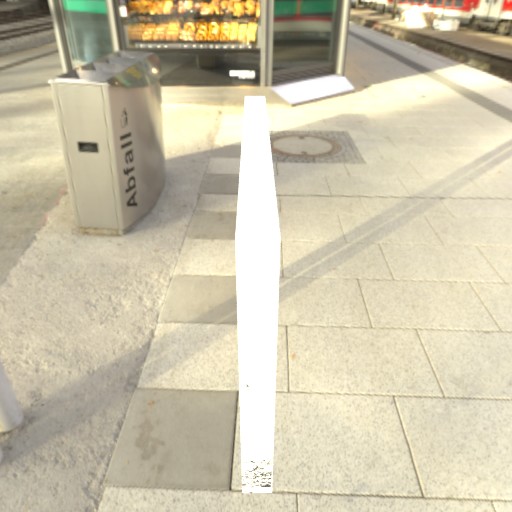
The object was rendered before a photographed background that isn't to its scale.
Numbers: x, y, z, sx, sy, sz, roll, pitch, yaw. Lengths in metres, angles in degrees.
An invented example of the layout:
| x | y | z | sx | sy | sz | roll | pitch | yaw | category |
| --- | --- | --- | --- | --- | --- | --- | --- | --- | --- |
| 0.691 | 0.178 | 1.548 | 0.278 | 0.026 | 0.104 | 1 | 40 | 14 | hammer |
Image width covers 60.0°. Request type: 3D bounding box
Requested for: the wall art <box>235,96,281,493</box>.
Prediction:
| x | y | z | sx | sy | sz | roll | pitch | yaw | category |
| --- | --- | --- | --- | --- | --- | --- | --- | --- | --- |
| 0.000 | 0.000 | 0.778 | 0.042 | 0.414 | 0.608 | 0 | 31 | 0 | wall art |
